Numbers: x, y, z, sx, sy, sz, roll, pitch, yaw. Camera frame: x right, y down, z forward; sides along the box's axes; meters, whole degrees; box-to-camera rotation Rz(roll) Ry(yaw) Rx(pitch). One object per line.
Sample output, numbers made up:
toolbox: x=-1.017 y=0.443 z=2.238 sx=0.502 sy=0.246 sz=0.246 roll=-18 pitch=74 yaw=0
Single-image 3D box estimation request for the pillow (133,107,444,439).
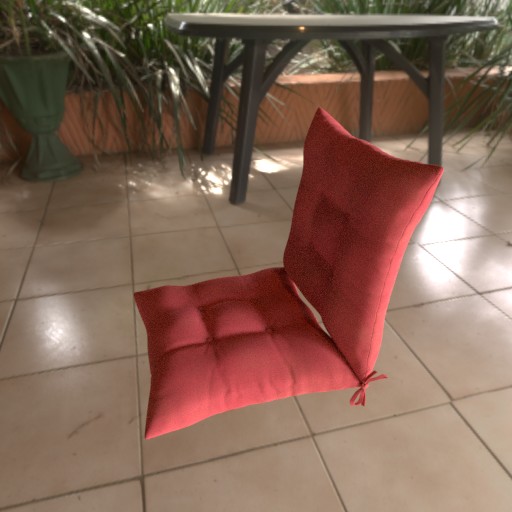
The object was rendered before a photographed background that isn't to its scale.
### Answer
pillow: x=0.000 y=0.000 z=1.009 sx=0.585 sy=0.536 sz=0.541 roll=-8 pitch=31 yaw=-14
